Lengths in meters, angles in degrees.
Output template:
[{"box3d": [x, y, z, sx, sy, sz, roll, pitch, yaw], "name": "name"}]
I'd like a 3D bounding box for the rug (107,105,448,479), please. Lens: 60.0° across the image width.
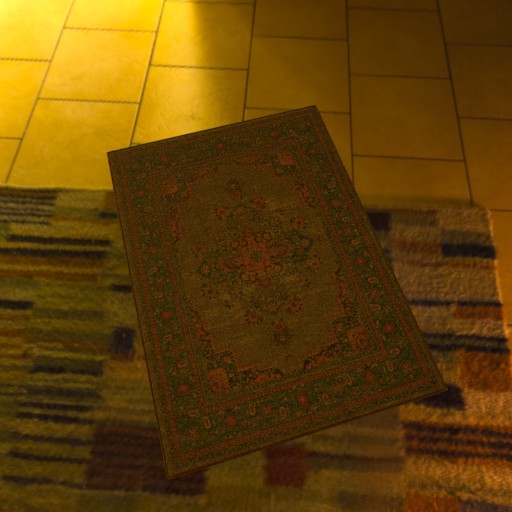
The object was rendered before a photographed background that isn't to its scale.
[{"box3d": [0.000, 0.000, 2.852, 1.609, 0.013, 2.214, -15, 65, -7], "name": "rug"}]
